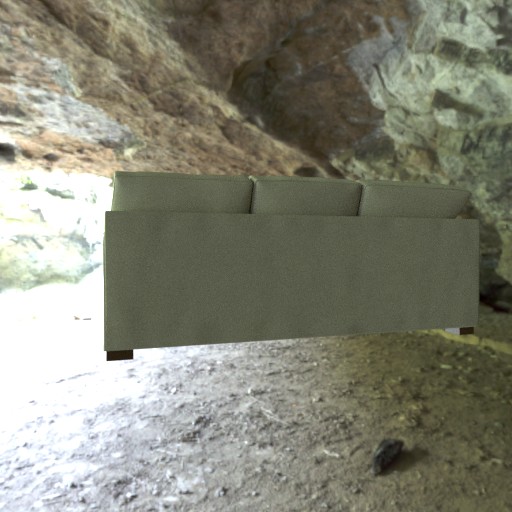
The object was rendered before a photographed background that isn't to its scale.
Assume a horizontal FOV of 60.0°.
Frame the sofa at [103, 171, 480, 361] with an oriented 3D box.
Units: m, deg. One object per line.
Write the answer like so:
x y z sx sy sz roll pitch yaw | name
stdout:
0.000 0.000 3.411 2.189 0.939 2.182 0 1 -18 | sofa
